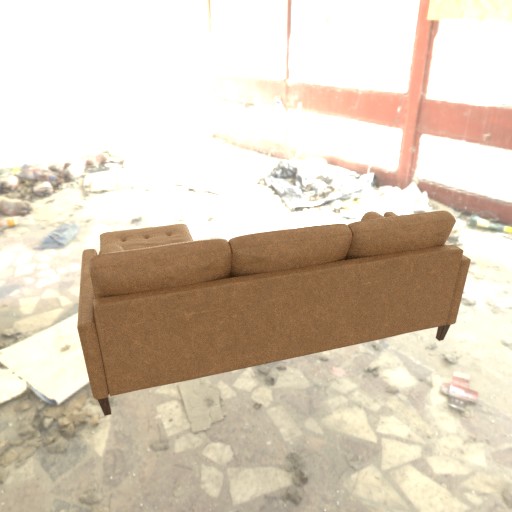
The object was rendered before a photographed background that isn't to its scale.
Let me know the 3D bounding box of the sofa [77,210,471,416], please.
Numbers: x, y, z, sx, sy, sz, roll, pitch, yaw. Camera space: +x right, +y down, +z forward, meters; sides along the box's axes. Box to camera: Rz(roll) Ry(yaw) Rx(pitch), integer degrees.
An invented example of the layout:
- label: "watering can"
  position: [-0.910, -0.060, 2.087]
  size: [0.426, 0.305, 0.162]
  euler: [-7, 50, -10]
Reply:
- label: "sofa"
  position: [0.000, 0.000, 2.995]
  size: [2.178, 0.876, 1.506]
  euler: [-8, 28, -16]
